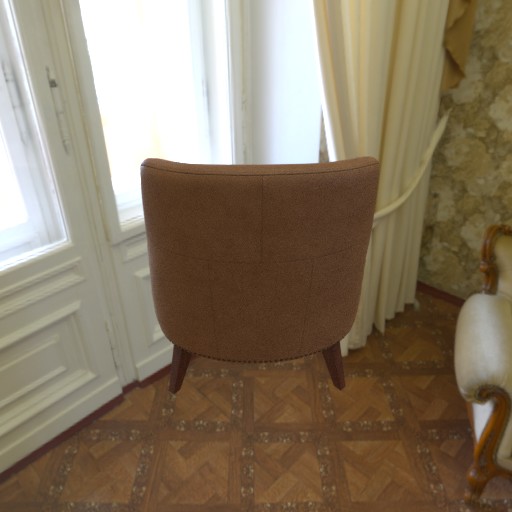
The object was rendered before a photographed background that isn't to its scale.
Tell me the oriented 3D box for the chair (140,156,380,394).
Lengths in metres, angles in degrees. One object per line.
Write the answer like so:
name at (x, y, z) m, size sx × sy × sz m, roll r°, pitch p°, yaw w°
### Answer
chair at (0.000, 0.000, 1.521) m, size 0.701 × 0.909 × 0.861 m, roll -1°, pitch 30°, yaw -2°
